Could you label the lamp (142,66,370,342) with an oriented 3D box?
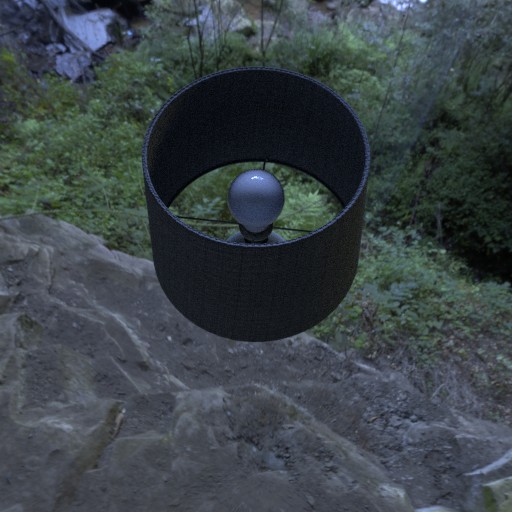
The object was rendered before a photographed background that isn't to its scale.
[{"bbox_3d":[0.000,0.000,0.578,0.251,0.429,0.251,0,64,0],"label":"lamp"}]
